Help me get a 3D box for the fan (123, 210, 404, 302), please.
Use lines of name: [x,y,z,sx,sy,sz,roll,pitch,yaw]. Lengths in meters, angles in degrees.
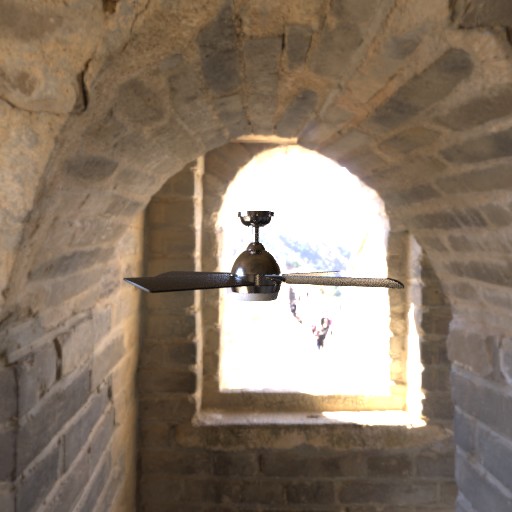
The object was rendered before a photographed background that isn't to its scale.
fan: [0.000,0.000,2.023,1.332,0.403,1.332,0,-1,38]
